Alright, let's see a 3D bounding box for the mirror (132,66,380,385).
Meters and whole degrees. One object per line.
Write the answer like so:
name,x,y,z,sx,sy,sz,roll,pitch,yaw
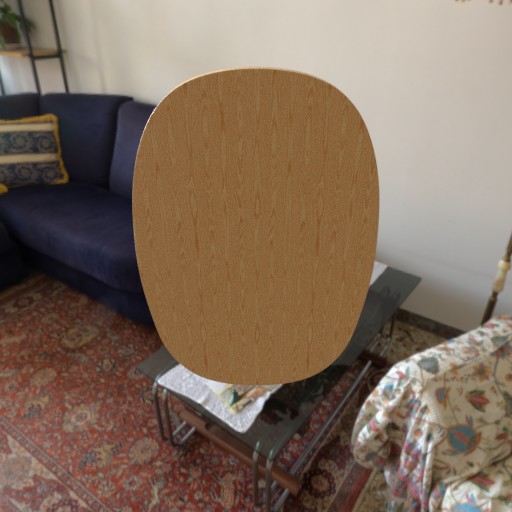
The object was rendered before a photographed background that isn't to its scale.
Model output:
mirror,0.000,0.000,1.362,0.724,1.075,0.037,0,30,0
